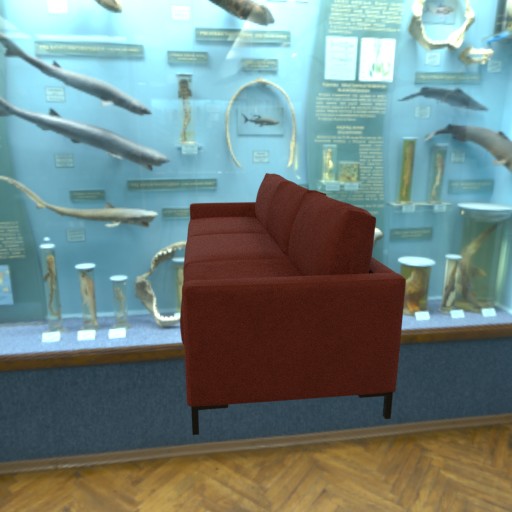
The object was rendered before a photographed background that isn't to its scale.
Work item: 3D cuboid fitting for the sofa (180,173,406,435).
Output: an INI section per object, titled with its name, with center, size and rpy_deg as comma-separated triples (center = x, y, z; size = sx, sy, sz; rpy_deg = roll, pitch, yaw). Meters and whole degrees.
[sofa]
center = 0.000, 0.000, 2.735
size = 0.875, 0.879, 2.252
rpy_deg = -2, 15, -7
